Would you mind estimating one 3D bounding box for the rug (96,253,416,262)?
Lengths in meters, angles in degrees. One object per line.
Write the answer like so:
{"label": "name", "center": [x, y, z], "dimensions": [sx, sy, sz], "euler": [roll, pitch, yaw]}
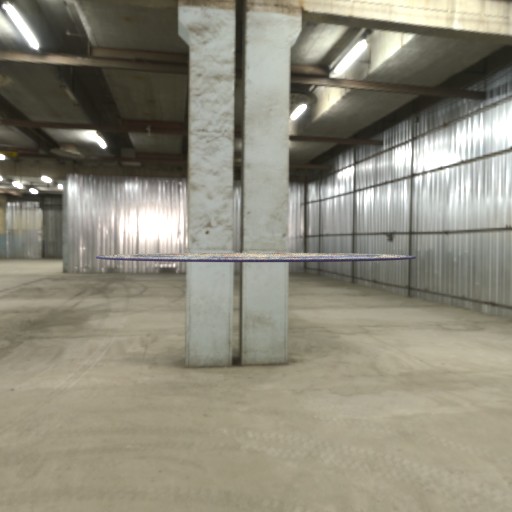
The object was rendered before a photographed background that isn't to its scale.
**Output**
{"label": "rug", "center": [0.000, 0.000, 3.513], "dimensions": [2.386, 0.014, 2.386], "euler": [0, 1, 0]}
